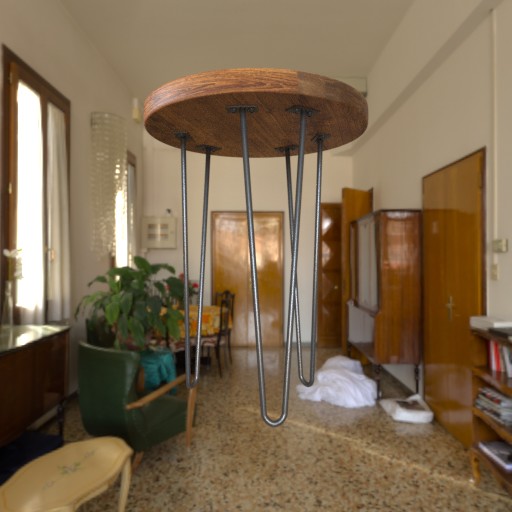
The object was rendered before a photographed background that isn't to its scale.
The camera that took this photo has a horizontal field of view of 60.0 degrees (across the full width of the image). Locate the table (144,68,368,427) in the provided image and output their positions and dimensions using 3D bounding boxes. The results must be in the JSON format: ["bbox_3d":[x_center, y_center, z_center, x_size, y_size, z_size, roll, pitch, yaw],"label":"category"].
[{"bbox_3d":[0.000,0.000,0.811,0.400,0.520,0.400,0,-1,0],"label":"table"}]
